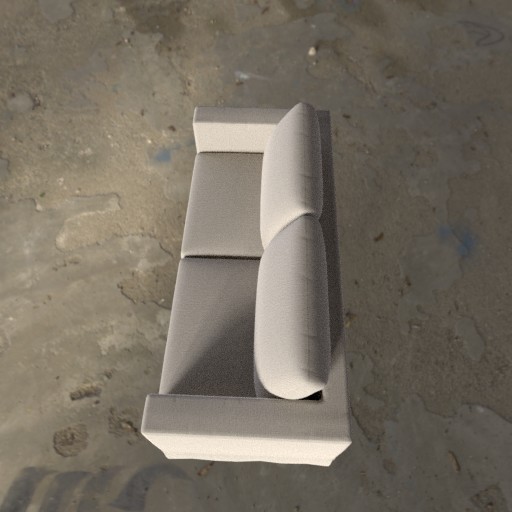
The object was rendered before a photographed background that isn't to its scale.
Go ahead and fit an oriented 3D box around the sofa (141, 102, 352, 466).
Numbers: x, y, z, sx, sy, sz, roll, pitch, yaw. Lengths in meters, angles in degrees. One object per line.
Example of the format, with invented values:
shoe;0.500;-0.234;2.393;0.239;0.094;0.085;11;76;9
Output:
sofa;0.000;0.000;2.664;0.954;0.881;2.163;2;58;1
